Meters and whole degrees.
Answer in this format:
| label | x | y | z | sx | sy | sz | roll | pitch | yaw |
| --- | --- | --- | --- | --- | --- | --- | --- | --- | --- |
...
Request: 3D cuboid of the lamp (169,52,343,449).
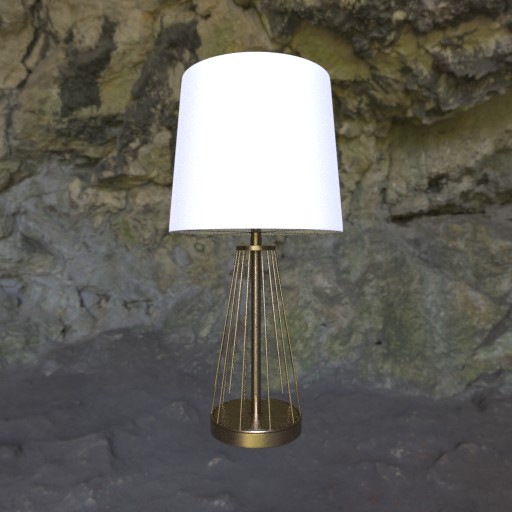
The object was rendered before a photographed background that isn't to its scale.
| label | x | y | z | sx | sy | sz | roll | pitch | yaw |
| --- | --- | --- | --- | --- | --- | --- | --- | --- | --- |
| lamp | 0.000 | 0.000 | 0.788 | 0.303 | 0.618 | 0.303 | 0 | 1 | 0 |
